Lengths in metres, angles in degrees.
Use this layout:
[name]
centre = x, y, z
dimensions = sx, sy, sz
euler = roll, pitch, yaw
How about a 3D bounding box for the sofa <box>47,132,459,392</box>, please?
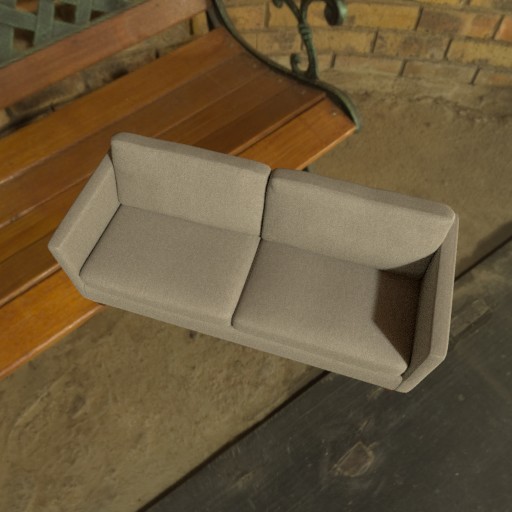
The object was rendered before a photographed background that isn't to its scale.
[sofa]
centre = 0.000, 0.000, 2.742
dimensions = 2.208, 0.963, 0.956
euler = 15, 60, 9
